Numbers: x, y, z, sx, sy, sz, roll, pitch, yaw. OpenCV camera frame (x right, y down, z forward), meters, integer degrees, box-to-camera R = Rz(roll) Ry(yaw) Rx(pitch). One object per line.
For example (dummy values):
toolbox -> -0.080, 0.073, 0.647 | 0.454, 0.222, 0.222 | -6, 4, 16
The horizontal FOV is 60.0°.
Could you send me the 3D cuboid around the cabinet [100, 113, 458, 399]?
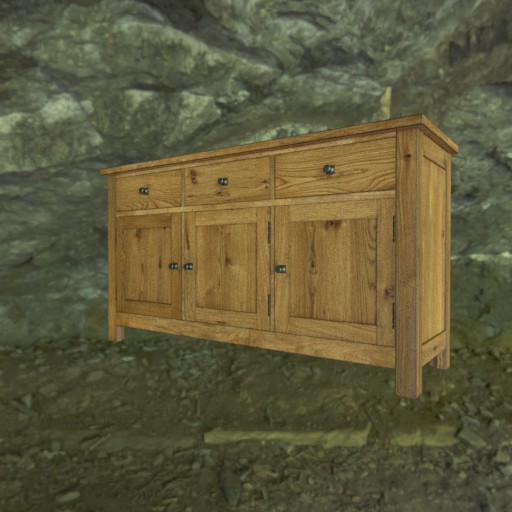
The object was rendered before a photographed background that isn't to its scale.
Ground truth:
cabinet -> 0.000, 0.000, 1.858 | 1.474, 0.813, 0.480 | 1, 1, 35
